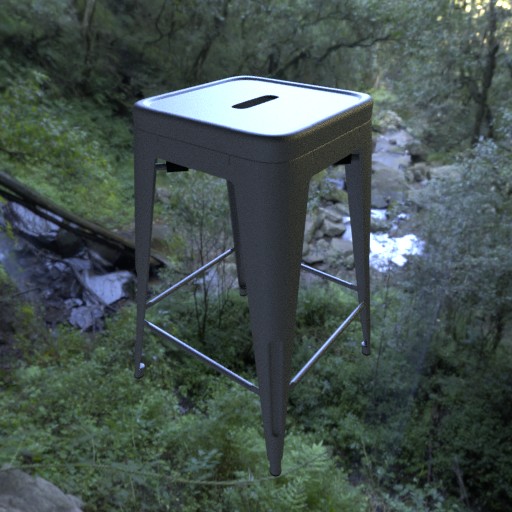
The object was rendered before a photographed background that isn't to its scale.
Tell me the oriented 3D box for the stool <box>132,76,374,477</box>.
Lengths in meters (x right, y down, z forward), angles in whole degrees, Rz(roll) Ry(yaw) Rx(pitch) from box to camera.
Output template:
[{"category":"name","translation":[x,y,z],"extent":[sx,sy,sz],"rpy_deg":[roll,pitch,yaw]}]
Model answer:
[{"category":"stool","translation":[0.000,0.000,0.887],"extent":[0.406,0.610,0.406],"rpy_deg":[22,39,31]}]
